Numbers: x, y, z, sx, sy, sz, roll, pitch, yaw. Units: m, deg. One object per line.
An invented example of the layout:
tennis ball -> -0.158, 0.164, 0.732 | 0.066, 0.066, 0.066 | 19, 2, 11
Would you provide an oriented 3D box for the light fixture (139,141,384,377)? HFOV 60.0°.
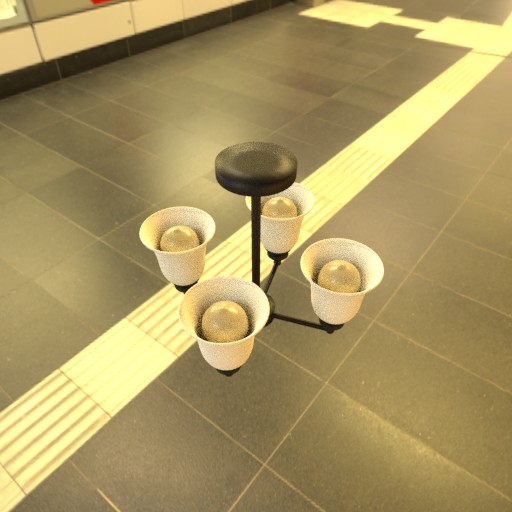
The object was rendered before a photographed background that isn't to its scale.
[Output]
light fixture -> 0.000, 0.000, 1.920 | 1.069, 0.925, 1.069 | 13, 43, 14
